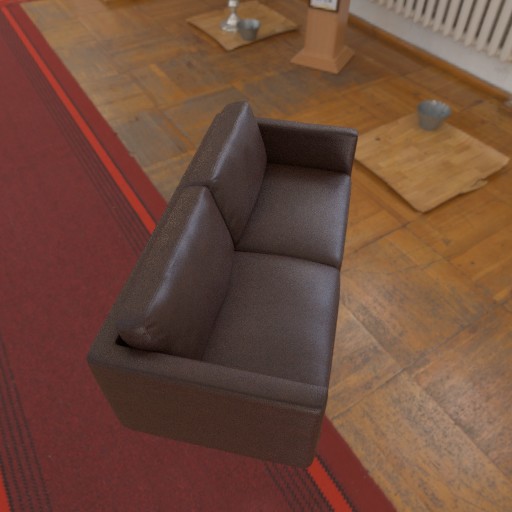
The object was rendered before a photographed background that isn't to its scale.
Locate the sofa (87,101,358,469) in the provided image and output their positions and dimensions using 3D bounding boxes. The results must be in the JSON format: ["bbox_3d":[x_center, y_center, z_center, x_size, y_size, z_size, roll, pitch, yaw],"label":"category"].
[{"bbox_3d":[0.000,0.000,2.429,0.951,0.933,1.883,9,48,8],"label":"sofa"}]
